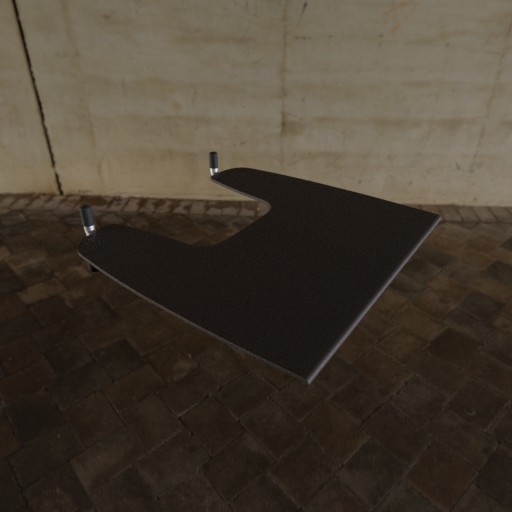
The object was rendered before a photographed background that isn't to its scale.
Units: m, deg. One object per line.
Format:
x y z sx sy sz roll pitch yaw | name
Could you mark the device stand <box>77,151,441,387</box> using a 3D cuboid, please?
0.000 0.000 0.373 0.230 0.092 0.230 21 38 30 | device stand
